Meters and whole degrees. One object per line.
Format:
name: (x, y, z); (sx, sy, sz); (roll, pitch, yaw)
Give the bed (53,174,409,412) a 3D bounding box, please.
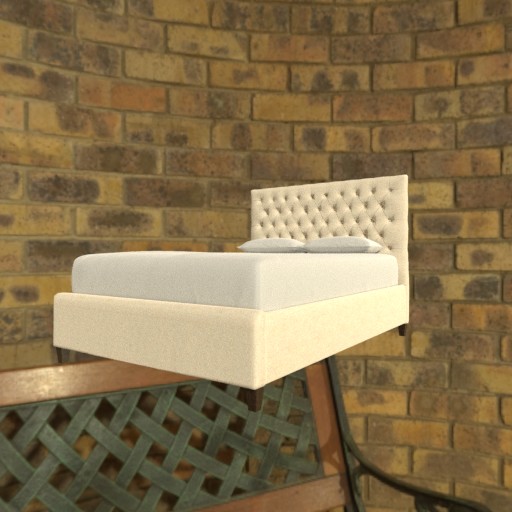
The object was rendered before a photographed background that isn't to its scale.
bed: (0.000, 0.000, 3.463); (1.698, 1.427, 2.387); (0, 0, 35)
